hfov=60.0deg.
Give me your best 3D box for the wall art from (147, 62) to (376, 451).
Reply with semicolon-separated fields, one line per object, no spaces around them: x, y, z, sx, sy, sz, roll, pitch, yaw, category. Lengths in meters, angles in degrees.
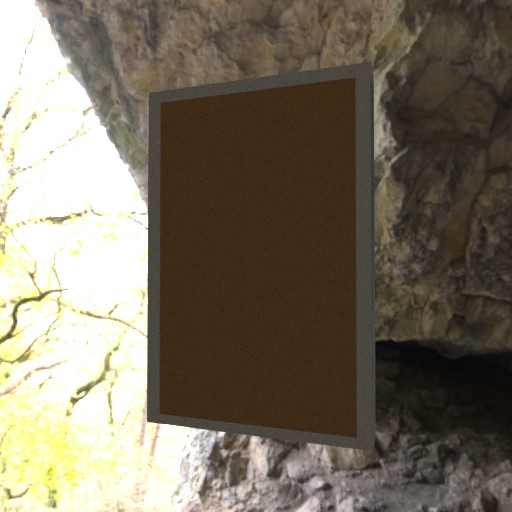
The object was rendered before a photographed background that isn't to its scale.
0.000;0.000;0.488;0.251;0.380;0.039;0;-1;18;wall art
